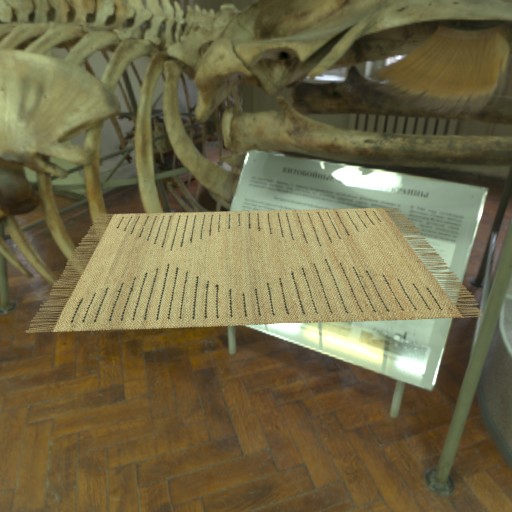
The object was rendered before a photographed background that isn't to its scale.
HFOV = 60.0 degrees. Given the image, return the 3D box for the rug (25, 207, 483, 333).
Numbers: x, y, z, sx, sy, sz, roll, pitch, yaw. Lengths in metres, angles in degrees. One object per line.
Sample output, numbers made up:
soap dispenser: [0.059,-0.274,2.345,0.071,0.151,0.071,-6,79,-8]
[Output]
rug: [0.000,0.000,2.493,2.085,0.027,1.224,-2,30,-3]
